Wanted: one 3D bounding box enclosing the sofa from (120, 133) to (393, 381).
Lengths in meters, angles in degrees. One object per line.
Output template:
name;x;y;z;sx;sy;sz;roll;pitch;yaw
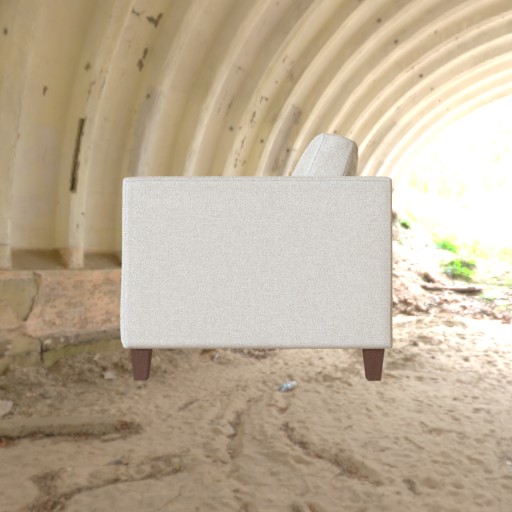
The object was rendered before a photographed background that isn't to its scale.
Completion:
sofa;0.000;0.000;2.478;0.965;0.889;1.981;0;0;0
